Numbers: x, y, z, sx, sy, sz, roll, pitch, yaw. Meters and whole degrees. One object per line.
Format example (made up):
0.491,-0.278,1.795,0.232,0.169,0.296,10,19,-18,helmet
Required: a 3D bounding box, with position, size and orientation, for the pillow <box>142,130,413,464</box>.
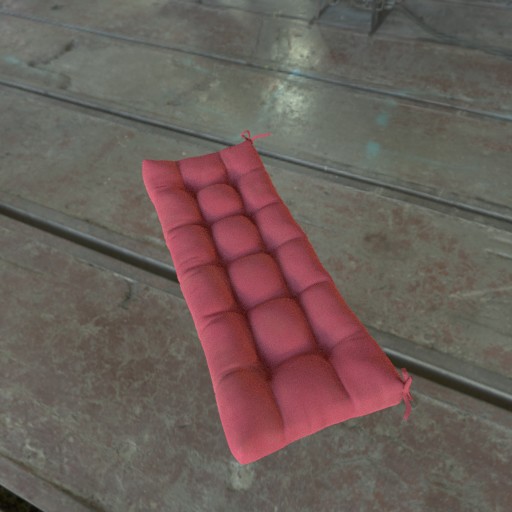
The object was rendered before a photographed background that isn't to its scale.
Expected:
0.000,0.000,1.377,0.511,0.174,1.194,-15,50,-13,pillow
